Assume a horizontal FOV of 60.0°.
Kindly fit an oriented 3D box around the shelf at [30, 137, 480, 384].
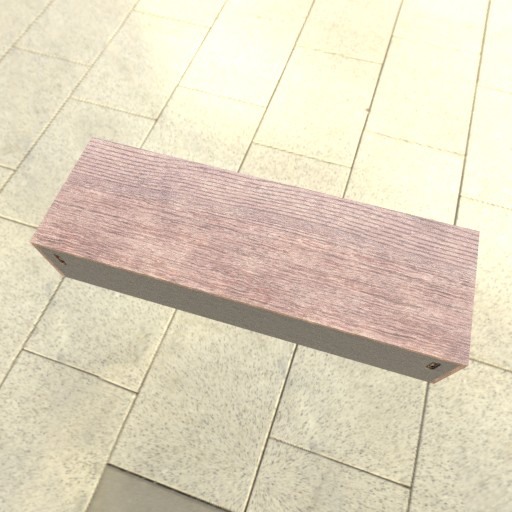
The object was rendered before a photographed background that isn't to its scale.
[{"bbox_3d":[0.000,0.000,0.687,0.610,0.125,0.200,15,64,7],"label":"shelf"}]
